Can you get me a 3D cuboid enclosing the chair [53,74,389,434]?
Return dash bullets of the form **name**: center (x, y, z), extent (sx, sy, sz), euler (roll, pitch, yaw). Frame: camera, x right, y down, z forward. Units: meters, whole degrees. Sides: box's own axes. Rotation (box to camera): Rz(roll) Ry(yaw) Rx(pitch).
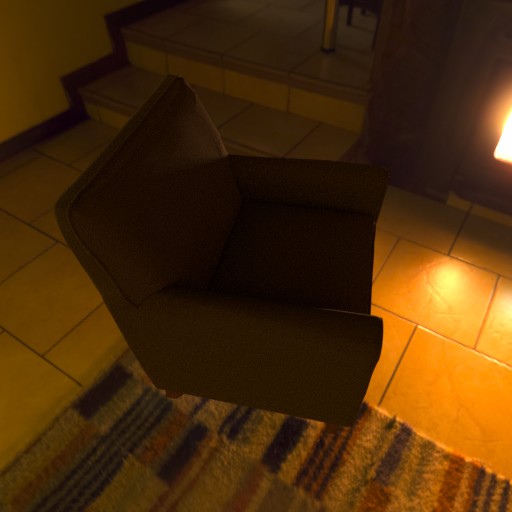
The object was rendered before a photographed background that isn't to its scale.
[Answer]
- **chair**: center (0.000, 0.000, 1.556), extent (0.831, 0.911, 0.836), euler (9, 46, 9)
